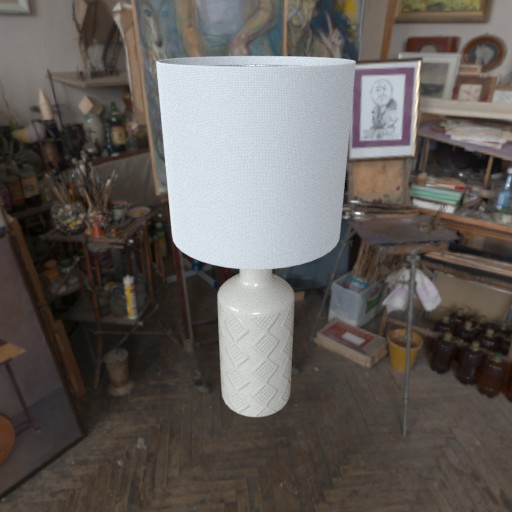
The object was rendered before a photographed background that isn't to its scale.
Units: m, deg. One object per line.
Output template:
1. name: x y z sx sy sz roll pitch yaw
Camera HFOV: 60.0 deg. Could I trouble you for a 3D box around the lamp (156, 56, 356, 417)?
1. lamp: 0.000 0.000 0.570 0.207 0.461 0.207 0 27 0
